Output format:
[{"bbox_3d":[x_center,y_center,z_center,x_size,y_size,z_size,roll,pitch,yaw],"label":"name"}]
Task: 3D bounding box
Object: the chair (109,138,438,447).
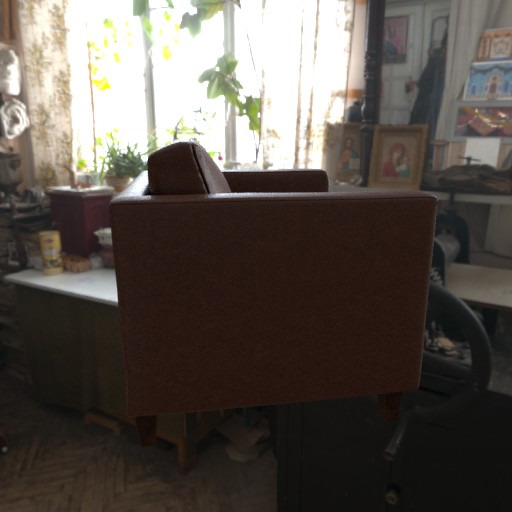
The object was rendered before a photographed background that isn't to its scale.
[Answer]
[{"bbox_3d":[0.000,0.000,1.780,0.959,0.917,1.107,-2,16,-9],"label":"chair"}]
